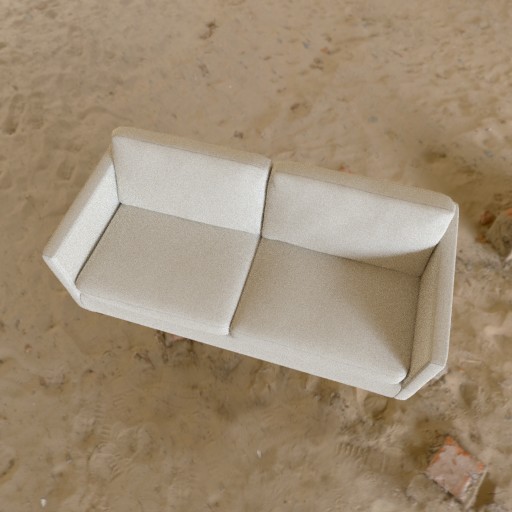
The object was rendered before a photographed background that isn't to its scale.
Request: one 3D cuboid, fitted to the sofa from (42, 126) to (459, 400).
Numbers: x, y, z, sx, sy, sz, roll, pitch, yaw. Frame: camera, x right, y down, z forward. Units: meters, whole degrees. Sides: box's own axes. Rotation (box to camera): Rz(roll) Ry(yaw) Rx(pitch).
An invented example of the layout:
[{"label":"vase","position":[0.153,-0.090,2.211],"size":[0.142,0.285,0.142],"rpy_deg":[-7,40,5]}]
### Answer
[{"label":"sofa","position":[0.000,0.000,2.468],"size":[1.981,0.889,0.965],"rpy_deg":[14,60,8]}]
